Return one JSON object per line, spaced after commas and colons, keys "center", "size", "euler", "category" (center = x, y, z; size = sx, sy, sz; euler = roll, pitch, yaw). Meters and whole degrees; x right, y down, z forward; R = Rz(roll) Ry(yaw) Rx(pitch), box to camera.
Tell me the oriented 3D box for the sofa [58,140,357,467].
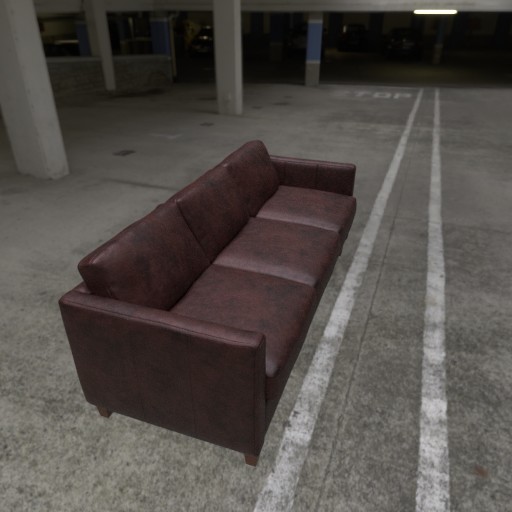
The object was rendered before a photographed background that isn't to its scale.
{"center": [0.000, 0.000, 2.996], "size": [1.045, 1.006, 2.464], "euler": [10, 31, 17], "category": "sofa"}
